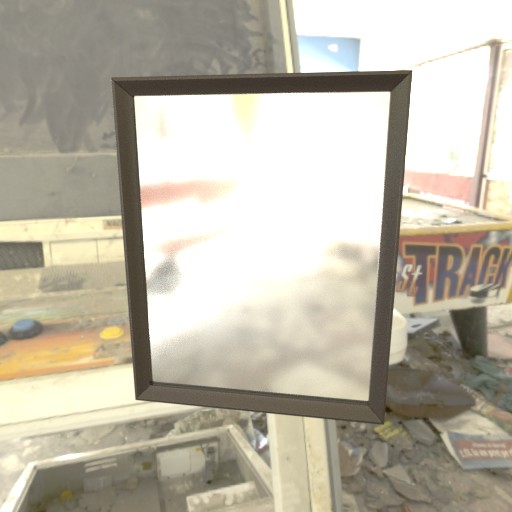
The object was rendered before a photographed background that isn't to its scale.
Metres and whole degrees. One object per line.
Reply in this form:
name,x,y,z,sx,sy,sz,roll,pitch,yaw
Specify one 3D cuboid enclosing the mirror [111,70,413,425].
mirror,0.000,0.000,0.670,0.406,0.509,0.041,2,15,9
